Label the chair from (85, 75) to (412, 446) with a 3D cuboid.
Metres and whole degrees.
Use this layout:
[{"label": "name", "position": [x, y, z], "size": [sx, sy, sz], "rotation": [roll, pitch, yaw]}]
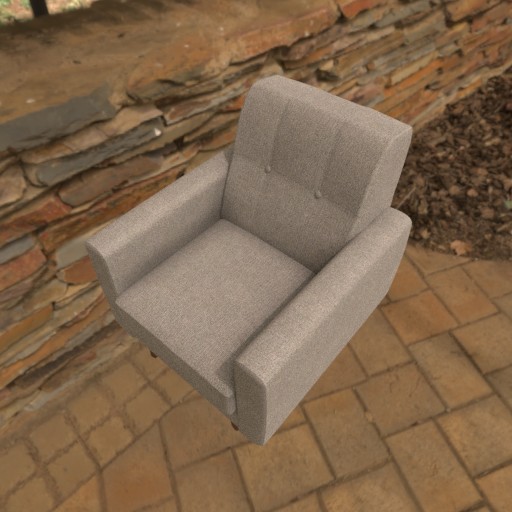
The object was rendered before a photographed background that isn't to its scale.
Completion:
[{"label": "chair", "position": [0.000, 0.000, 1.696], "size": [0.845, 0.968, 0.942], "rotation": [32, 55, 26]}]
